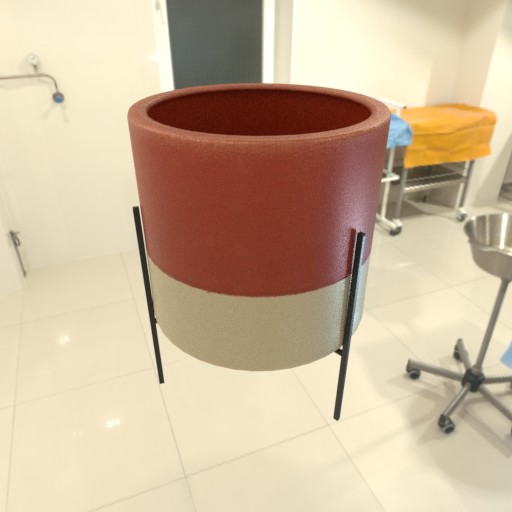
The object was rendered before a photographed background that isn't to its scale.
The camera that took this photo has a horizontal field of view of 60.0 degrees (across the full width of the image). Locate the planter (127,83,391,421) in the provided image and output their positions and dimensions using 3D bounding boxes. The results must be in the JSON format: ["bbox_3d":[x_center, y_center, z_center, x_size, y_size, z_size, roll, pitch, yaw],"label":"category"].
[{"bbox_3d":[0.000,0.000,0.706,0.354,0.465,0.345,-8,31,-13],"label":"planter"}]
